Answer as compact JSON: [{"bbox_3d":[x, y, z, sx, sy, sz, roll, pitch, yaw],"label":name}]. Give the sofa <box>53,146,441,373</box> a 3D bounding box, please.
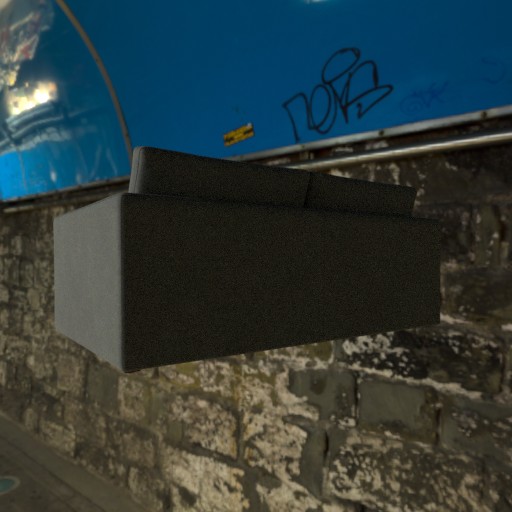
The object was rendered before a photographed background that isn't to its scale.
[{"bbox_3d":[0.000,0.000,2.485,1.909,0.845,1.091,0,0,-35],"label":"sofa"}]
